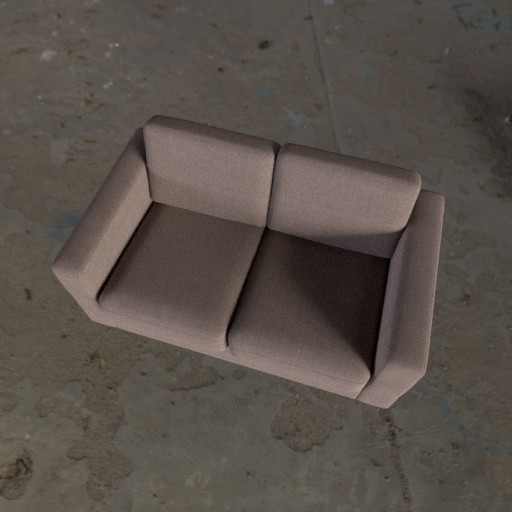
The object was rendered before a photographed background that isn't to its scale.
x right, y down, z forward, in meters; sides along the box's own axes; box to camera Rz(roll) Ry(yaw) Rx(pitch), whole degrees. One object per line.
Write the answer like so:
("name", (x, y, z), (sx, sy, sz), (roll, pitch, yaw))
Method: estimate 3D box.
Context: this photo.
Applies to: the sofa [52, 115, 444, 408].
("sofa", (0.000, 0.000, 2.025), (1.520, 0.800, 0.900), (15, 60, 9))
